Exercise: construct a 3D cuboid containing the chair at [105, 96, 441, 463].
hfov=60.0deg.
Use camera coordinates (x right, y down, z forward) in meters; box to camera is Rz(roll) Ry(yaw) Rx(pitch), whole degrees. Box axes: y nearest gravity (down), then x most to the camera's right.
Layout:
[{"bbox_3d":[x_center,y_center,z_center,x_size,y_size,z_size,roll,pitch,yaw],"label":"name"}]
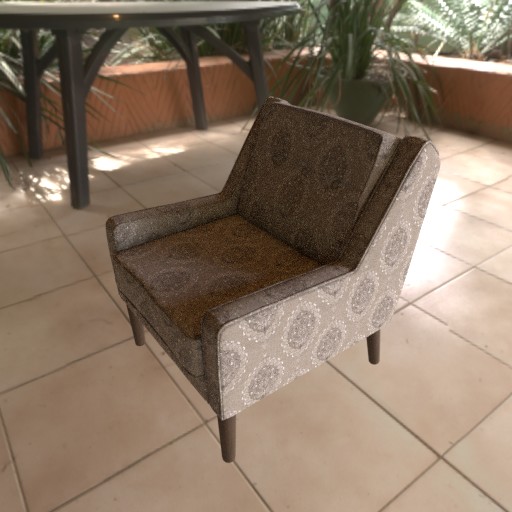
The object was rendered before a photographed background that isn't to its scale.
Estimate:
[{"bbox_3d":[0.000,0.000,1.369,0.750,0.797,0.665,-22,38,-31],"label":"chair"}]
